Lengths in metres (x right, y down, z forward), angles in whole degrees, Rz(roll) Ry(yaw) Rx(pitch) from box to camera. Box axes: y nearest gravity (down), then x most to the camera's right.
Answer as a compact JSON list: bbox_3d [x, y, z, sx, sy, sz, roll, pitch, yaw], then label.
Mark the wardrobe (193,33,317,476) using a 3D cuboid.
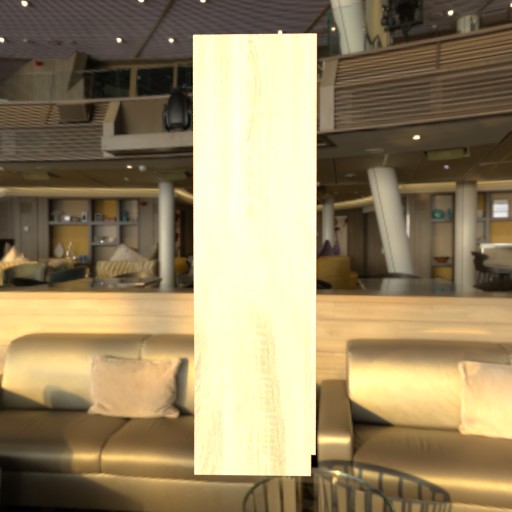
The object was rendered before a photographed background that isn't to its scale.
[{"bbox_3d":[0.000,0.000,2.374,0.588,2.117,0.496,0,1,1],"label":"wardrobe"}]
